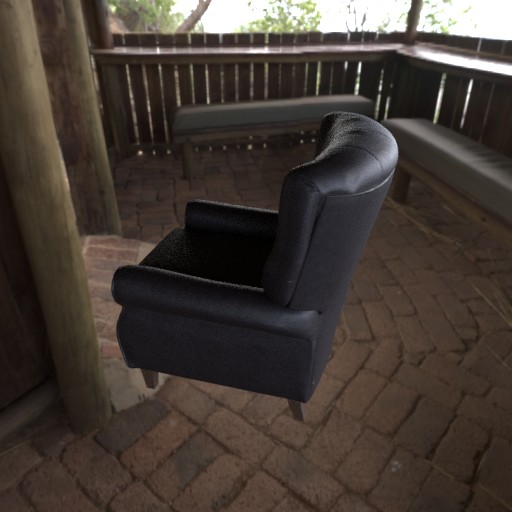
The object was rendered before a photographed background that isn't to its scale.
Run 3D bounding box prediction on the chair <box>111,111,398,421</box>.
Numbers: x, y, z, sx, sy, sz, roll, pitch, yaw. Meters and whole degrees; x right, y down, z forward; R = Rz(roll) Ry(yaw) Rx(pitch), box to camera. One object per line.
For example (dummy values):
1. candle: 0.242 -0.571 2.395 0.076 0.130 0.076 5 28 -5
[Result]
1. chair: 0.000 0.000 1.951 1.058 1.158 0.948 7 30 13
